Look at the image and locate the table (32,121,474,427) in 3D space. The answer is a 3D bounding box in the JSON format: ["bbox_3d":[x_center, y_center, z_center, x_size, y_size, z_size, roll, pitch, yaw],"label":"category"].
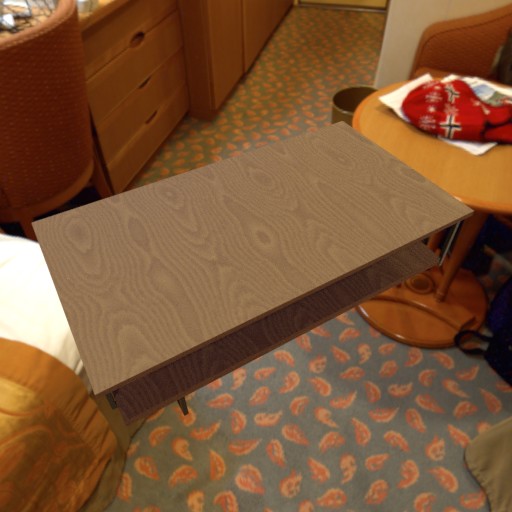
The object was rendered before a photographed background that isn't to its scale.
[{"bbox_3d":[0.000,0.000,1.485,1.197,0.347,0.651,-23,50,-21],"label":"table"}]
